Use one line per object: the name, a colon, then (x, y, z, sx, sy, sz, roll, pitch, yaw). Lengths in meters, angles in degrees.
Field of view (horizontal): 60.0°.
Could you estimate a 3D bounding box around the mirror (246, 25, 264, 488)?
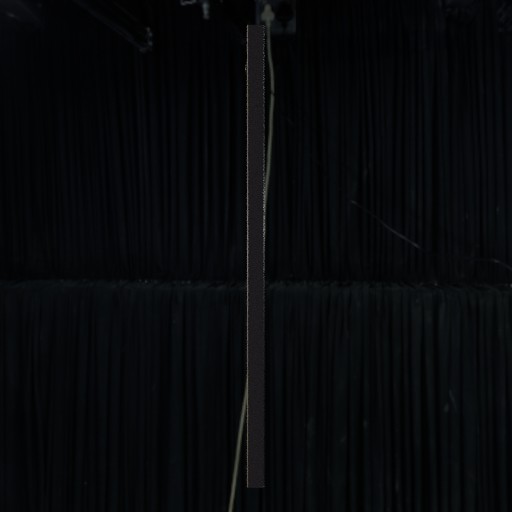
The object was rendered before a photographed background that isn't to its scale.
mirror: (0.000, 0.000, 1.354, 0.041, 1.016, 0.762, 0, 0, 0)
